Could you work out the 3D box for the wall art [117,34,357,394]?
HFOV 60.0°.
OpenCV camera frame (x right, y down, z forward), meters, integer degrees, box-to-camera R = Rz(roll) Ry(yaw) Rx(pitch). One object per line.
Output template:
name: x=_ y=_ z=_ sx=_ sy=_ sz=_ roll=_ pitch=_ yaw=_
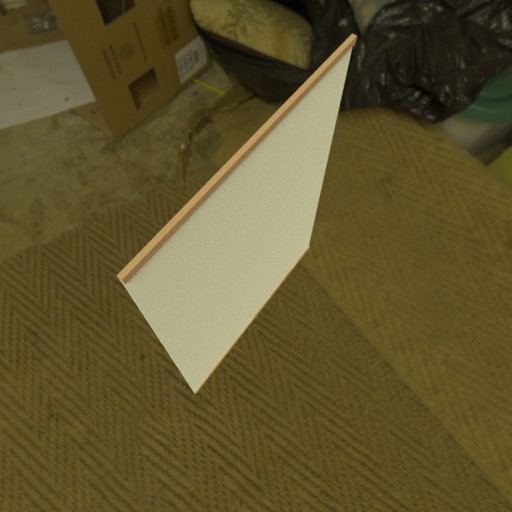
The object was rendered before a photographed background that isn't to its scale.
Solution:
wall art: x=0.000 y=0.000 z=1.323 sx=0.013 sy=1.016 sz=0.758 roll=33 pitch=67 yaw=16
